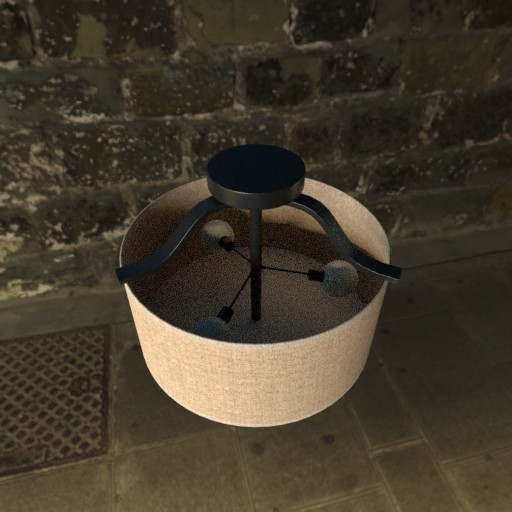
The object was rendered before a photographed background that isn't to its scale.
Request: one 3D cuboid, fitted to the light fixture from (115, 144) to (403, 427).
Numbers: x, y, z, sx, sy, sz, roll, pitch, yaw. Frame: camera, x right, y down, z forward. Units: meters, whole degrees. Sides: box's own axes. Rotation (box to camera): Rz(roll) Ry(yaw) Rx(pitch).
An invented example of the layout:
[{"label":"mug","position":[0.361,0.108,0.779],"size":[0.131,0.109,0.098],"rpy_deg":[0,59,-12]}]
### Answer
[{"label":"light fixture","position":[0.000,0.000,0.664],"size":[0.390,0.306,0.390],"rpy_deg":[0,41,0]}]
